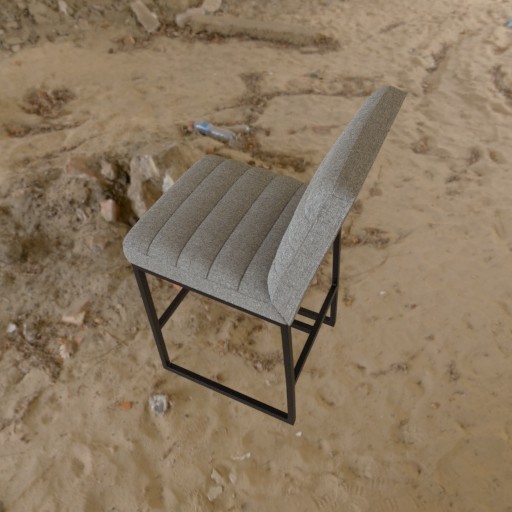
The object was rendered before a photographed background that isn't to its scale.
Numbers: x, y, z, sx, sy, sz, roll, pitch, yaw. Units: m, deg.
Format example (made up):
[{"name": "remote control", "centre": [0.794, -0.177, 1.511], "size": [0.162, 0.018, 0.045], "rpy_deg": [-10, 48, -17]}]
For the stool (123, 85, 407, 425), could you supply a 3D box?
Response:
[{"name": "stool", "centre": [0.000, 0.000, 1.275], "size": [0.560, 0.940, 0.460], "rpy_deg": [18, 49, 17]}]
